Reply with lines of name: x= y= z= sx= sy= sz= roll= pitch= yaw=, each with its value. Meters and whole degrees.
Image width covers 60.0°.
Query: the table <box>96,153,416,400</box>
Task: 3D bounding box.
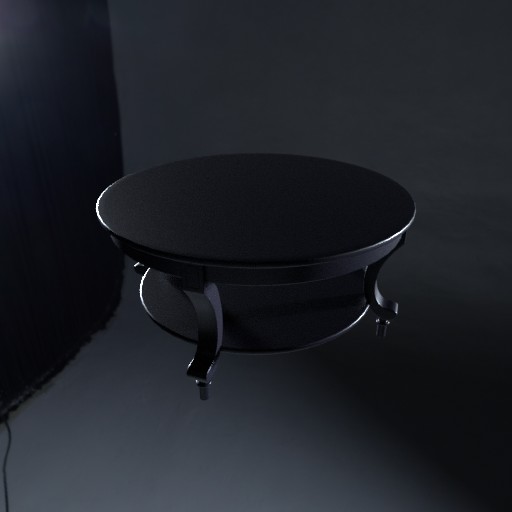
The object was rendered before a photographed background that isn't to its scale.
table: x=0.000 y=0.000 z=1.602 sx=1.029 sy=0.491 sz=1.029 roll=0 pitch=27 yaw=0
